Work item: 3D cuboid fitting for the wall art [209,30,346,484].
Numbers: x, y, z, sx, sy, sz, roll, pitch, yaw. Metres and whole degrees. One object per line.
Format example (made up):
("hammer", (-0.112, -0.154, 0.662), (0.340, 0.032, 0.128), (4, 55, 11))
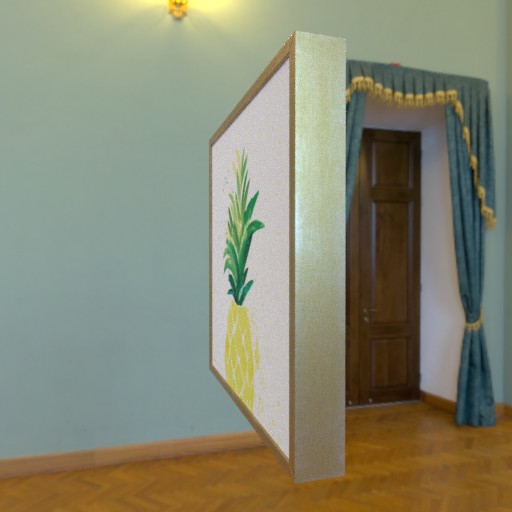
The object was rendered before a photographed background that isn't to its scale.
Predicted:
("wall art", (0.000, 0.000, 0.449), (0.038, 0.305, 0.306), (0, 1, -17))
